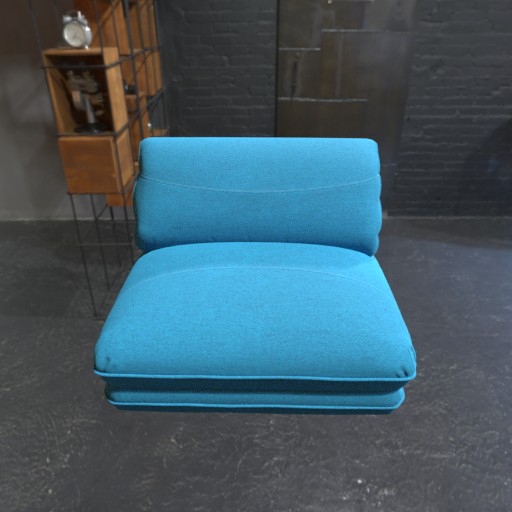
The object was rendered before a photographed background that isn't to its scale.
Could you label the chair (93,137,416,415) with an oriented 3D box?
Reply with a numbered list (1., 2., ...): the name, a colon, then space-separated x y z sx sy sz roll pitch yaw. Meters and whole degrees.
1. chair: 0.000 0.000 1.347 0.820 0.580 0.780 1 28 1
